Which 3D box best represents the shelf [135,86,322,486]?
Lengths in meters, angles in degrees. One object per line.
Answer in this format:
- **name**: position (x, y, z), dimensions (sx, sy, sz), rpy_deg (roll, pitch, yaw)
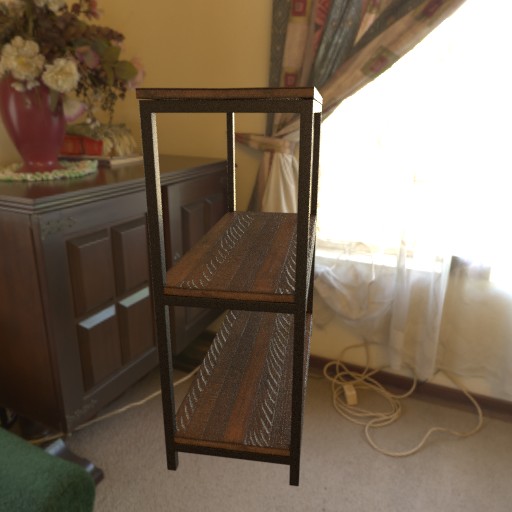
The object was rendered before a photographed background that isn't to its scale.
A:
- **shelf**: position (0.000, 0.000, 1.383), dimensions (0.352, 0.947, 0.822), rpy_deg (3, 18, 9)
